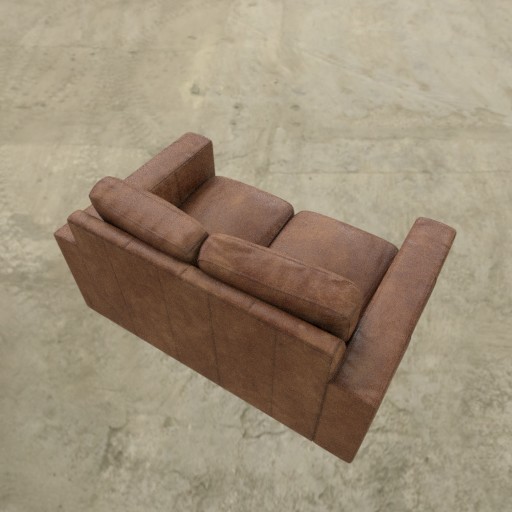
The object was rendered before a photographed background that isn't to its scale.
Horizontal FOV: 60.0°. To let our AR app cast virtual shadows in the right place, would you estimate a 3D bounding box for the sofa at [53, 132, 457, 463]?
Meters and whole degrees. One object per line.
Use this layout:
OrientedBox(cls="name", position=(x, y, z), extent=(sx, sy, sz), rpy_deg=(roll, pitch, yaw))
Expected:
OrientedBox(cls="sofa", position=(0.000, 0.000, 2.210), extent=(1.626, 0.889, 1.041), rpy_deg=(25, 52, 21))
